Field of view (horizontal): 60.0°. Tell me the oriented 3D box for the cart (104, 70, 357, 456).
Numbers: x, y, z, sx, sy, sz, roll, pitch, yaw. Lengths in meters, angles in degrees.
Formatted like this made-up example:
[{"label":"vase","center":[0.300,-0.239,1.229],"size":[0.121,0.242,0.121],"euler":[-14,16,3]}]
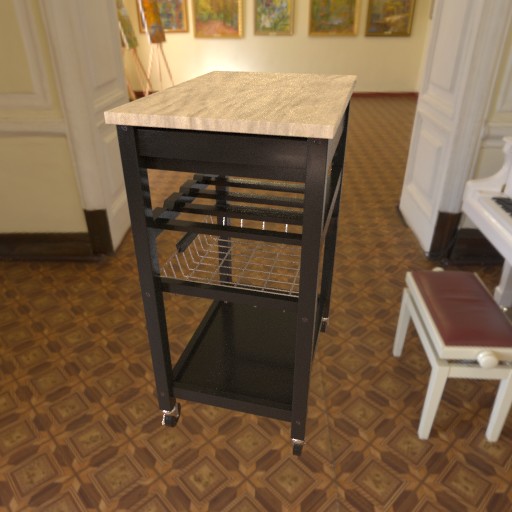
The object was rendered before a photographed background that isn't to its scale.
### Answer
[{"label":"cart","center":[0.000,0.000,1.179],"size":[0.403,0.839,0.584],"euler":[7,30,13]}]
